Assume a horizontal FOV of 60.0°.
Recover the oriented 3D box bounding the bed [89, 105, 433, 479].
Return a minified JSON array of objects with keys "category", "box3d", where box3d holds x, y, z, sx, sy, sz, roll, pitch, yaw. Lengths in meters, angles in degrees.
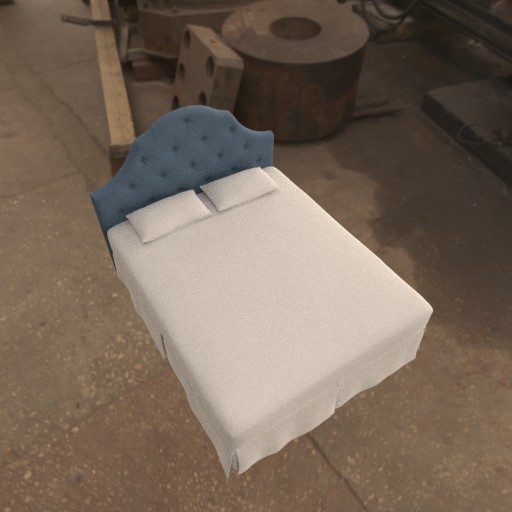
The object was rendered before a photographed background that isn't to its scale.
[{"category":"bed","box3d":[0.000,0.000,3.797,2.039,1.617,2.477,-25,52,-22]}]
